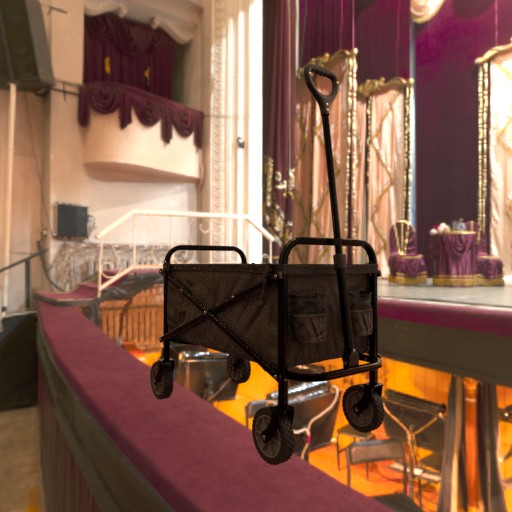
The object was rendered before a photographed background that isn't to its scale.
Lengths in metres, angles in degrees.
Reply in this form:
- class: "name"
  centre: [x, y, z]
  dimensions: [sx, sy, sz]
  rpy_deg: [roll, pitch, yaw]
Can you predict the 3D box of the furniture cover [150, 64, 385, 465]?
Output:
- class: "furniture cover"
  centre: [0.000, 0.000, 1.814]
  dimensions: [0.532, 1.295, 1.038]
  rpy_deg: [1, -1, -37]
